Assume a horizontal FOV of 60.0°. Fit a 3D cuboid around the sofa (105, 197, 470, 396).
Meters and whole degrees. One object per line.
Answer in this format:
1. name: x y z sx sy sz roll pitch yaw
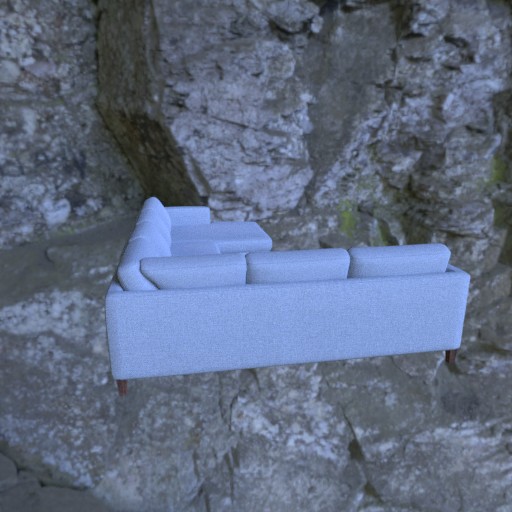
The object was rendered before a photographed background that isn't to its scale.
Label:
1. sofa: 0.000 0.000 4.591 2.551 0.889 3.403 -3 16 -10
